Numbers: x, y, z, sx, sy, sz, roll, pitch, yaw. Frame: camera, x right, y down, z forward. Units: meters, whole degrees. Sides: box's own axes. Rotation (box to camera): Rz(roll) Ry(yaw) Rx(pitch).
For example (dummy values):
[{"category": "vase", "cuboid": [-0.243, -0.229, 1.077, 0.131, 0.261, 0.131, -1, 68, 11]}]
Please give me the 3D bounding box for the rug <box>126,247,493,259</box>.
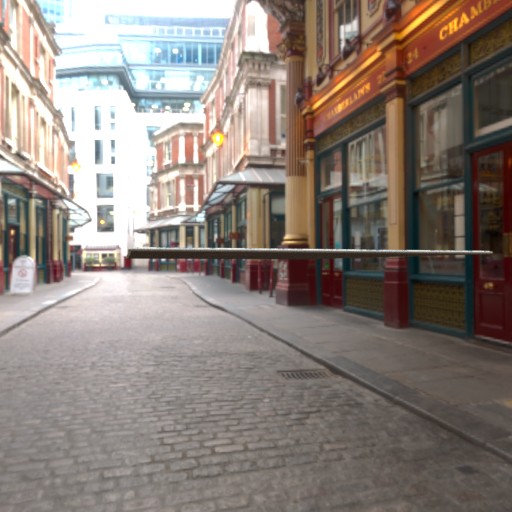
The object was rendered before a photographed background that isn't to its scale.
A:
[{"category": "rug", "cuboid": [0.000, 0.000, 2.827, 1.586, 0.014, 2.197, 0, -1, -17]}]
